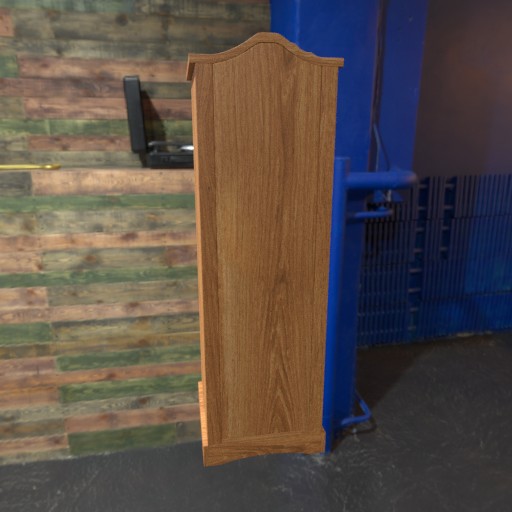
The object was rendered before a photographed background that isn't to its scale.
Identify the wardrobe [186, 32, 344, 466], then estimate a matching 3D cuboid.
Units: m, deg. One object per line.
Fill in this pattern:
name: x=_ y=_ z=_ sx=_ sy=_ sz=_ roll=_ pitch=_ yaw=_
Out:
wardrobe: x=0.000 y=0.000 z=2.150 sx=0.590 sy=1.870 sz=0.570 roll=-3 pitch=16 yaw=-9
